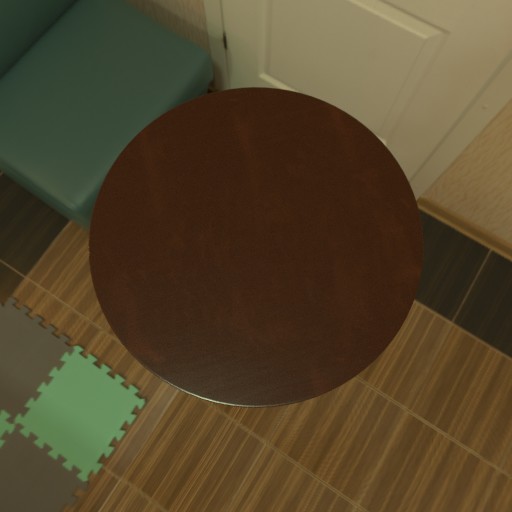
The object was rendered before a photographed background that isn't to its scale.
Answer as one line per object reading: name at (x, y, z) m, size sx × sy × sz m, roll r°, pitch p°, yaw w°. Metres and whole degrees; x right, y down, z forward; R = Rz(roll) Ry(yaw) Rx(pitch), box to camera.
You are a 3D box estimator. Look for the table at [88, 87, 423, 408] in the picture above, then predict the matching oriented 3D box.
table at (0.000, 0.000, 1.455) m, size 0.911 × 0.512 × 0.911 m, roll 0°, pitch 75°, yaw 0°
